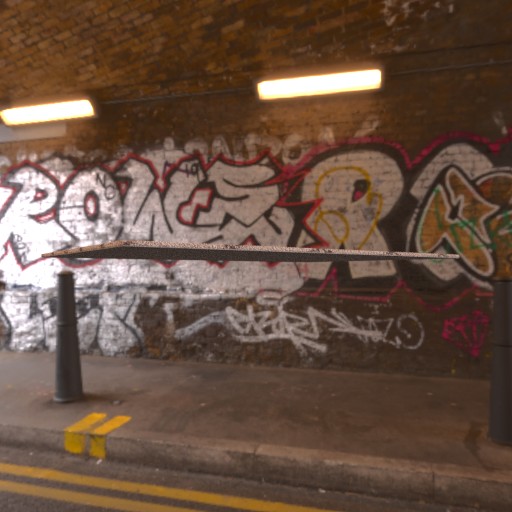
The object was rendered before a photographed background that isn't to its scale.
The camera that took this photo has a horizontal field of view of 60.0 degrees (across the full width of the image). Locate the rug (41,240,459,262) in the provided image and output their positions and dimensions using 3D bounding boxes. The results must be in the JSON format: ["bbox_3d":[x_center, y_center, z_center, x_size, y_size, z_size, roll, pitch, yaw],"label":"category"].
[{"bbox_3d":[0.000,0.000,3.446,2.743,0.030,1.778,2,-3,-36],"label":"rug"}]
